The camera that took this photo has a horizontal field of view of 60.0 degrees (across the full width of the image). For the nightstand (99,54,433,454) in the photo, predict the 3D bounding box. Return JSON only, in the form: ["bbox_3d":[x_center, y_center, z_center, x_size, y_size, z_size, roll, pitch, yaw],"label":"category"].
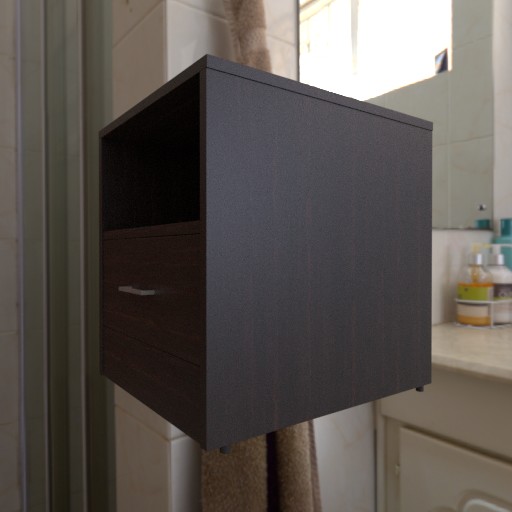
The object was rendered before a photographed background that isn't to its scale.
[{"bbox_3d":[0.000,0.000,0.788,0.461,0.460,0.400,0,1,-36],"label":"nightstand"}]
